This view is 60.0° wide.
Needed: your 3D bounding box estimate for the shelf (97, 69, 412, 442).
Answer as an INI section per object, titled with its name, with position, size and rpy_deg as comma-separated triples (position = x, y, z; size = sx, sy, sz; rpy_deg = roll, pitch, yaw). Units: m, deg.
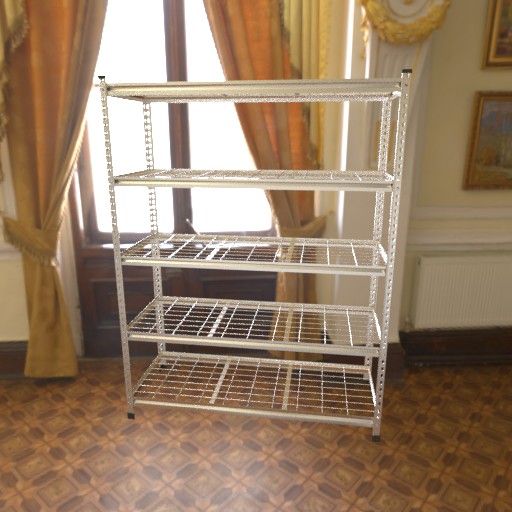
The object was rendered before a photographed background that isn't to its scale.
[shelf]
position = 0.000, 0.000, 2.664
size = 1.524, 1.981, 0.610
rpy_deg = 2, 16, 8
